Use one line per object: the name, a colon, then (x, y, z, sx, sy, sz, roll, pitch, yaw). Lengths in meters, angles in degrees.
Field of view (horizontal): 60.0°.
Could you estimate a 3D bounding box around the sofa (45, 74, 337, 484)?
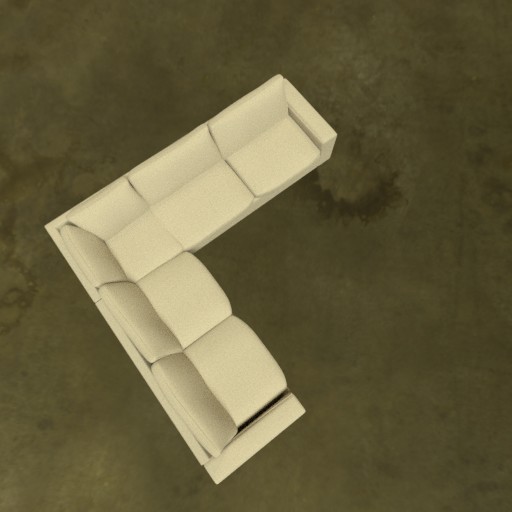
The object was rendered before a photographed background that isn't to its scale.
sofa: (0.000, 0.000, 4.724, 3.206, 0.918, 3.066, -36, 76, -10)
